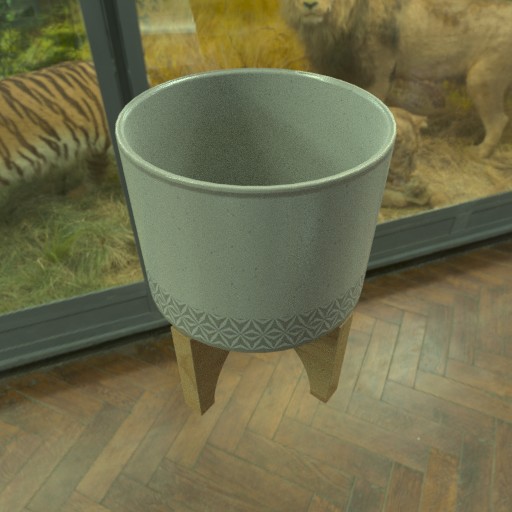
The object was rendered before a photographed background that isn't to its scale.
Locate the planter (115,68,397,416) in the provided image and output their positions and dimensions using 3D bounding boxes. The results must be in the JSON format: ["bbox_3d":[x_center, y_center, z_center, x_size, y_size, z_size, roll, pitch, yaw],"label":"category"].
[{"bbox_3d":[0.000,0.000,0.268,0.130,0.178,0.130,0,41,0],"label":"planter"}]
